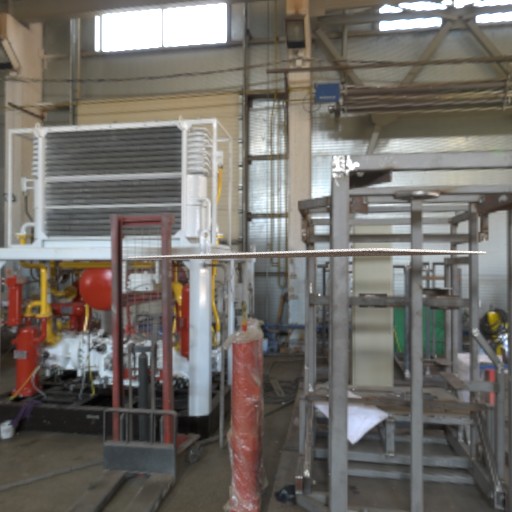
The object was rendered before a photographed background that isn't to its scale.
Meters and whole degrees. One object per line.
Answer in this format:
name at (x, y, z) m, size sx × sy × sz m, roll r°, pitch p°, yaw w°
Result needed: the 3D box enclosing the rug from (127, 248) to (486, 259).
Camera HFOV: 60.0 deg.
rug at (0.000, 0.000, 2.032) m, size 0.562 × 0.009 × 1.824 m, roll 1°, pitch -1°, yaw -36°
